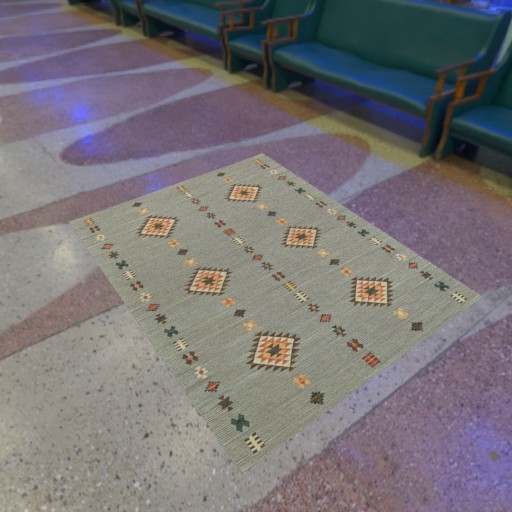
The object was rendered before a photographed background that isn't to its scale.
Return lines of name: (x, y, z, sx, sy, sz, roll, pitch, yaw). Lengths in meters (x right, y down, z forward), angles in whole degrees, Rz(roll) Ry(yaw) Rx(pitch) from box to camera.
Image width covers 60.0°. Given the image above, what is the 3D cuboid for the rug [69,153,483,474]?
rug: (0.000, 0.000, 4.047, 2.425, 0.008, 3.035, -26, 47, -26)
